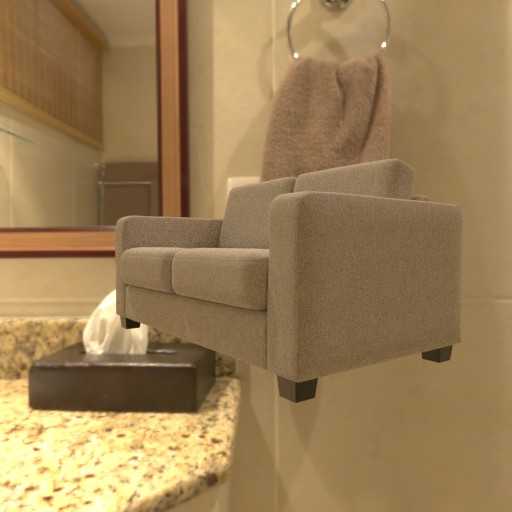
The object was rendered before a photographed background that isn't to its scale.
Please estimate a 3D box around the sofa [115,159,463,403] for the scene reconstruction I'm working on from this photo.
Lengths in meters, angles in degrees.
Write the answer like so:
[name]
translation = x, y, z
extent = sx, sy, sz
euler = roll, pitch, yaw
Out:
[sofa]
translation = 0.000, 0.000, 2.064
extent = 0.900, 0.800, 1.540
euler = -1, 2, -36
